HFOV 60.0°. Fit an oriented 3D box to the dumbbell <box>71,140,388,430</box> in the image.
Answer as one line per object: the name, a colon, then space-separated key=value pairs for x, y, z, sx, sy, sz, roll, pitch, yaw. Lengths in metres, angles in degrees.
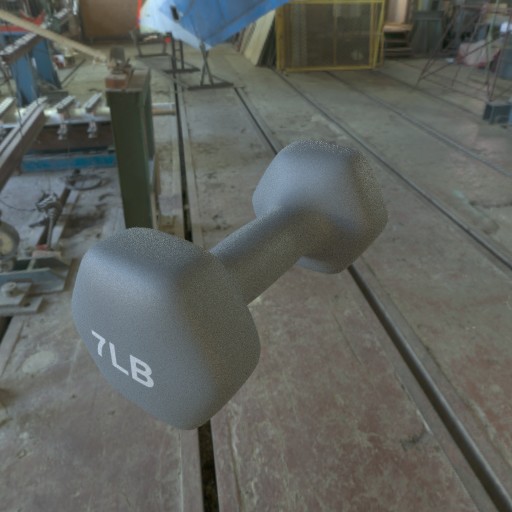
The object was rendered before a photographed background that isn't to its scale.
dumbbell: x=0.000 y=0.000 z=0.235 sx=0.090 sy=0.081 sz=0.184 roll=20 pitch=37 yaw=29
